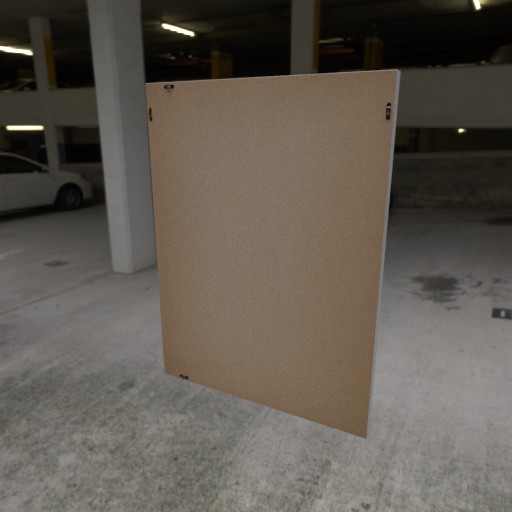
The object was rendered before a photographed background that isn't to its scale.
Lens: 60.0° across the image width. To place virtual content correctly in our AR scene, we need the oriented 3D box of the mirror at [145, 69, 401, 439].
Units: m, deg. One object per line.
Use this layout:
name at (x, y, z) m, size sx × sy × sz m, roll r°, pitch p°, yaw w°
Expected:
mirror at (0.000, 0.000, 1.357) m, size 0.762 × 1.016 × 0.041 m, roll 9°, pitch 19°, yaw 27°
